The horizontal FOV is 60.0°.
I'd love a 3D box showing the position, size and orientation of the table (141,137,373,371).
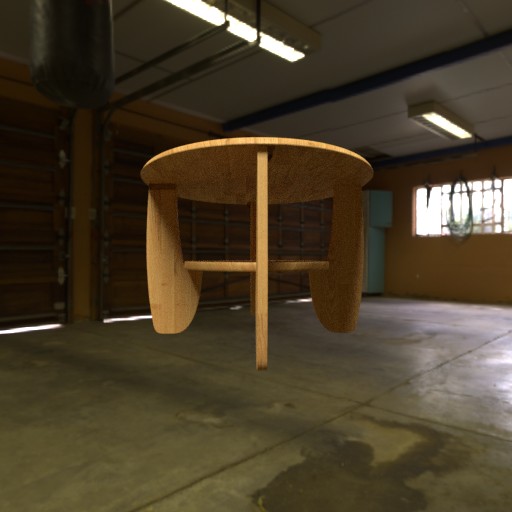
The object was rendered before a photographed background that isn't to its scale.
[{"bbox_3d":[0.000,0.000,1.417,0.690,0.490,1.040,0,0,-2],"label":"table"}]
